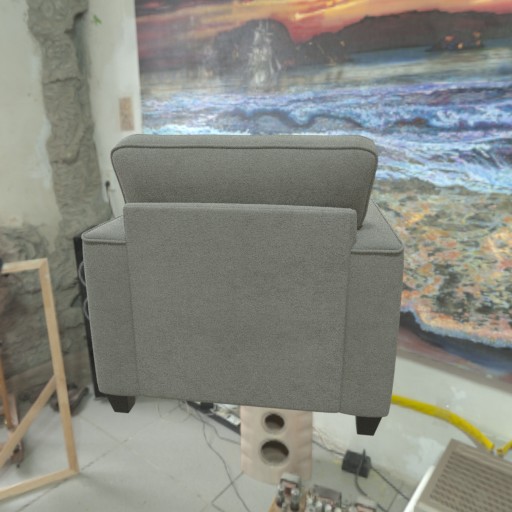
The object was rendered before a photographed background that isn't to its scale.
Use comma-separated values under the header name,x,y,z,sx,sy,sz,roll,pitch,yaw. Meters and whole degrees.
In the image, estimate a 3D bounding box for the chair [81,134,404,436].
name,x,y,z,sx,sy,sz,roll,pitch,yaw
chair,0.000,0.000,1.800,1.015,0.965,0.939,2,17,8
